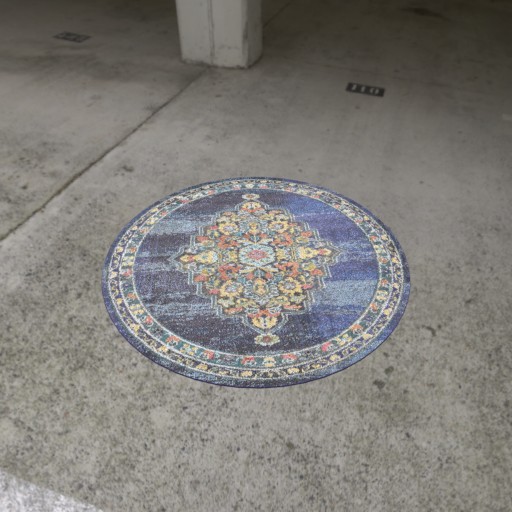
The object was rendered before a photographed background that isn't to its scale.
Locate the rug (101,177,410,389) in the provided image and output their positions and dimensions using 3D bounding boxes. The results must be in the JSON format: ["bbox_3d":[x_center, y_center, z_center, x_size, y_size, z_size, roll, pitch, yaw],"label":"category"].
[{"bbox_3d":[0.000,0.000,2.359,1.591,0.010,1.591,0,41,0],"label":"rug"}]
